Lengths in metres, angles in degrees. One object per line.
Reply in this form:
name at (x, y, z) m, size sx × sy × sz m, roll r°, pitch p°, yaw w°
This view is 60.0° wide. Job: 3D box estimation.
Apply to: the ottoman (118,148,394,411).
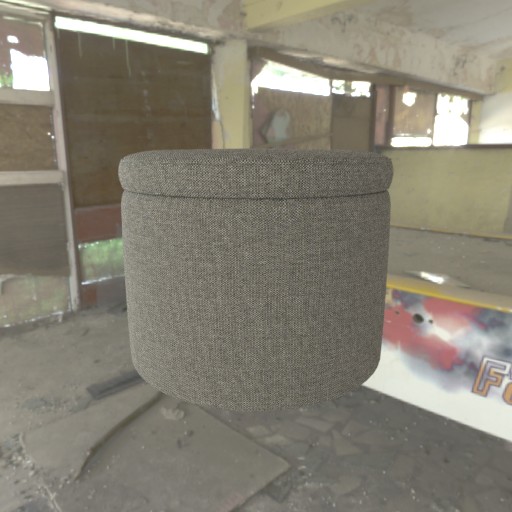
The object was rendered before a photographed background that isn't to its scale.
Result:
ottoman at (0.000, 0.000, 0.910) m, size 0.520 × 0.430 × 0.520 m, roll 0°, pitch 13°, yaw 0°
